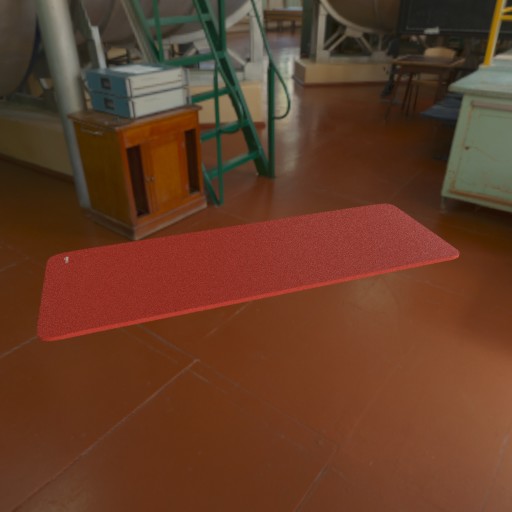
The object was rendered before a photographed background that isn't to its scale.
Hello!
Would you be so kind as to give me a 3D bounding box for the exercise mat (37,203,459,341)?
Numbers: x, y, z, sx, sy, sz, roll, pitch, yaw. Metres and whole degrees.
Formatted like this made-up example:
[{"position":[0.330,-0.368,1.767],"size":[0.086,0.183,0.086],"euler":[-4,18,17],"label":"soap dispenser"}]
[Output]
[{"position":[0.000,0.000,2.085],"size":[1.869,0.021,0.616],"euler":[-10,33,-16],"label":"exercise mat"}]
